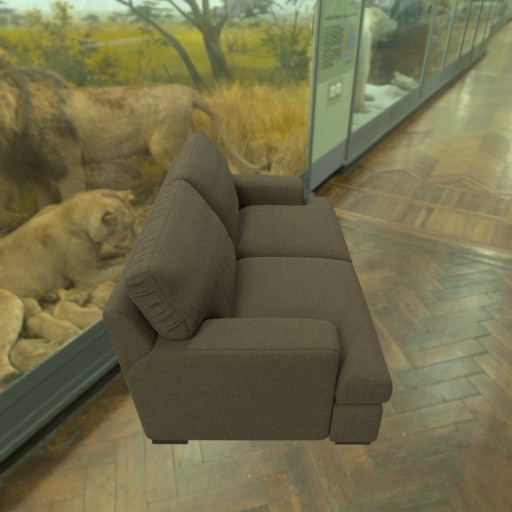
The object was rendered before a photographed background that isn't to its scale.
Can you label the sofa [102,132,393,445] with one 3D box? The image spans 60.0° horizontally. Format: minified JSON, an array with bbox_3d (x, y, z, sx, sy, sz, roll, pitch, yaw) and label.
[{"bbox_3d":[0.000,0.000,2.528,1.140,0.950,1.869,0,32,0],"label":"sofa"}]
